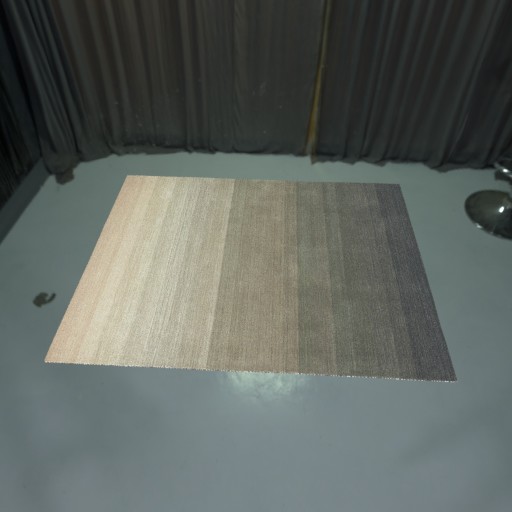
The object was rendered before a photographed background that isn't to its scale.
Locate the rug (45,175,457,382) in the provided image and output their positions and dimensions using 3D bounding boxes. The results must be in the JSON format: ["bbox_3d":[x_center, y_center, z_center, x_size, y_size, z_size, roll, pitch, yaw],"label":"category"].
[{"bbox_3d":[0.000,0.000,3.944,2.932,0.015,2.315,2,45,2],"label":"rug"}]
